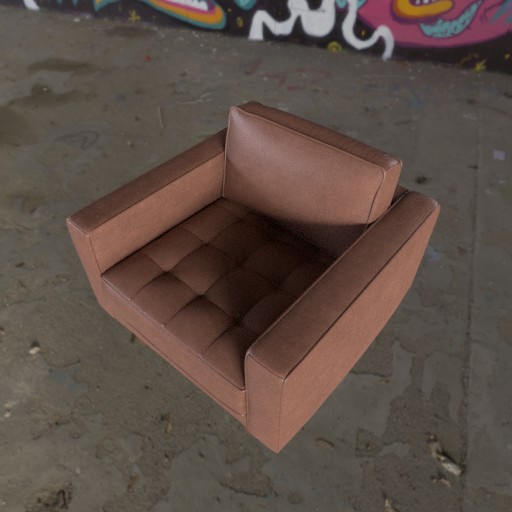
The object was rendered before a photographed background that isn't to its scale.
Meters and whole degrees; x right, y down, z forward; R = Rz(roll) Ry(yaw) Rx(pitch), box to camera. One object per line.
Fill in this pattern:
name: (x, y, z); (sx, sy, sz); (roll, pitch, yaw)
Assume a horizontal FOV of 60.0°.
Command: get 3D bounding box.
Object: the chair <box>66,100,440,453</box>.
chair: (0.000, 0.000, 1.556); (0.920, 0.770, 0.900); (31, 53, 27)
